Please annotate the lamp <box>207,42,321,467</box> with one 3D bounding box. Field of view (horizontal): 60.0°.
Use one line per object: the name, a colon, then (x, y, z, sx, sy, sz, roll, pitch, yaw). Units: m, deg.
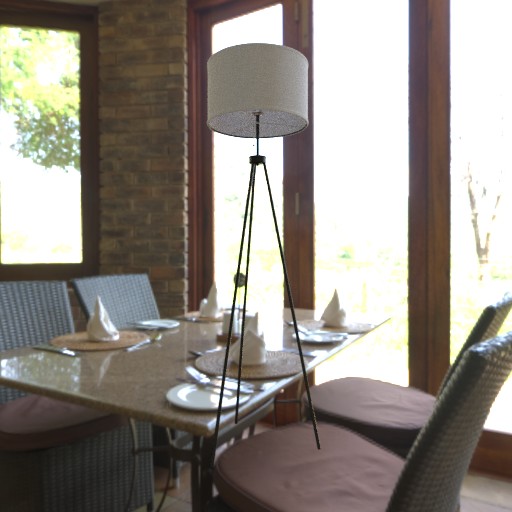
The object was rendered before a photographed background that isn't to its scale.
lamp: (0.000, 0.000, 1.782, 0.448, 1.545, 0.458, 0, 0, 34)
